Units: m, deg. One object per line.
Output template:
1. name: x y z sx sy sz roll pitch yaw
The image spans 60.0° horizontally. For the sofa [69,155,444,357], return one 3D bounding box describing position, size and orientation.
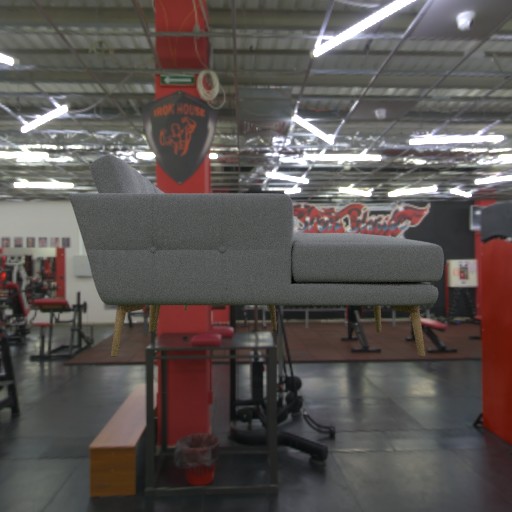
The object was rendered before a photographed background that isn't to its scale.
1. sofa: 0.000 0.000 2.780 1.530 0.860 2.040 0 -1 0
